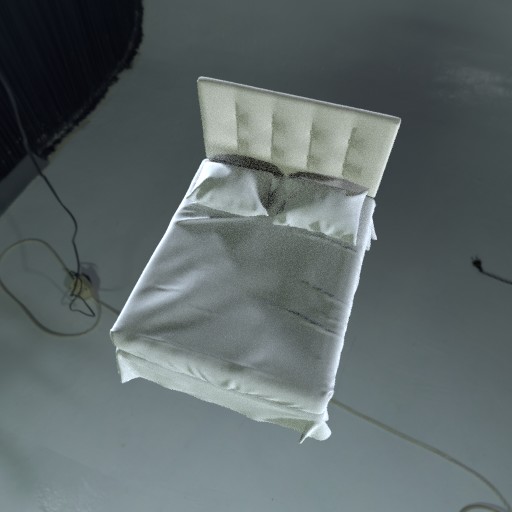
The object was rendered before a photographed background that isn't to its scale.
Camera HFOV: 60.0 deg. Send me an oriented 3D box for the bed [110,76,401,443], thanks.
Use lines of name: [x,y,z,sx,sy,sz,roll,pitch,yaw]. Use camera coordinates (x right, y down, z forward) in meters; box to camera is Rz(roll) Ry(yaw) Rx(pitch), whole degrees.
bed: [0.000,0.000,3.566,1.936,1.577,2.222,15,58,10]
